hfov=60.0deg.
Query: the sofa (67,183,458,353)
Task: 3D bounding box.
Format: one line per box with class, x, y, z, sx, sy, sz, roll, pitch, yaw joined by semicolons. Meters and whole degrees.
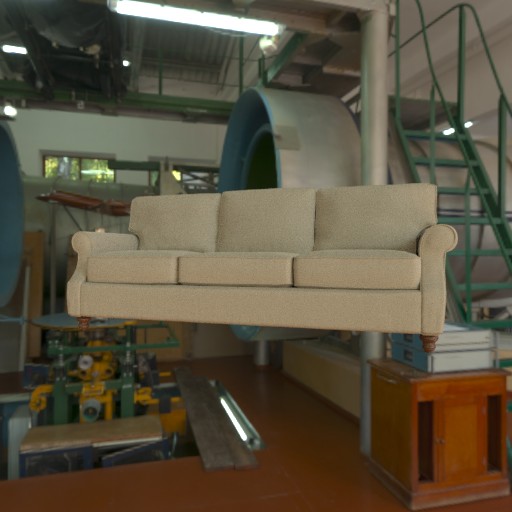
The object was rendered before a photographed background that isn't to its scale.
sofa;0.000;0.000;2.881;2.354;0.948;0.966;0;0;18
